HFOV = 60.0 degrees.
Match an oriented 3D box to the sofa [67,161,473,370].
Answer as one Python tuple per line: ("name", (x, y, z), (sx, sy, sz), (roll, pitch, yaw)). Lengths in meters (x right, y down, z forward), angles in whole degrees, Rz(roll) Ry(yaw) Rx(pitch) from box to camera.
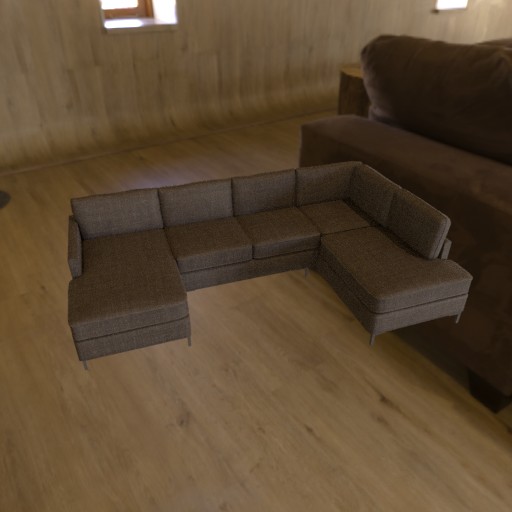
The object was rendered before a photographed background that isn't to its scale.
("sofa", (0.000, 0.000, 4.293), (3.423, 0.999, 2.048), (-10, 34, -16))
